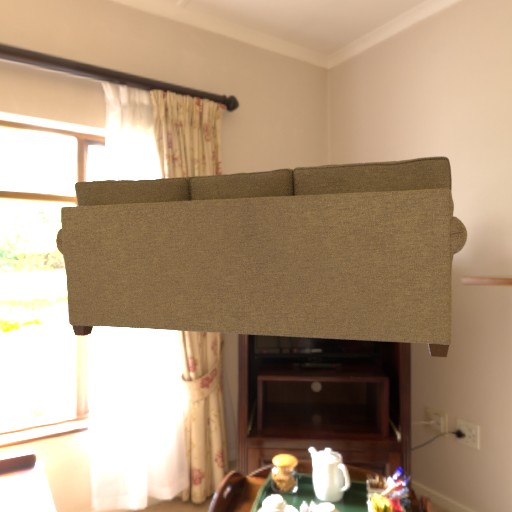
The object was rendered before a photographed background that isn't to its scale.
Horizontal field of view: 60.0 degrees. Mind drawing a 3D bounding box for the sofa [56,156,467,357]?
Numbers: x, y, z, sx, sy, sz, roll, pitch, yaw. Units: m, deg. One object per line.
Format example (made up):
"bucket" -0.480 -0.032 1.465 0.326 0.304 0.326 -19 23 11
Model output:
"sofa" 0.000 0.000 2.751 2.312 0.975 0.965 0 -1 18
